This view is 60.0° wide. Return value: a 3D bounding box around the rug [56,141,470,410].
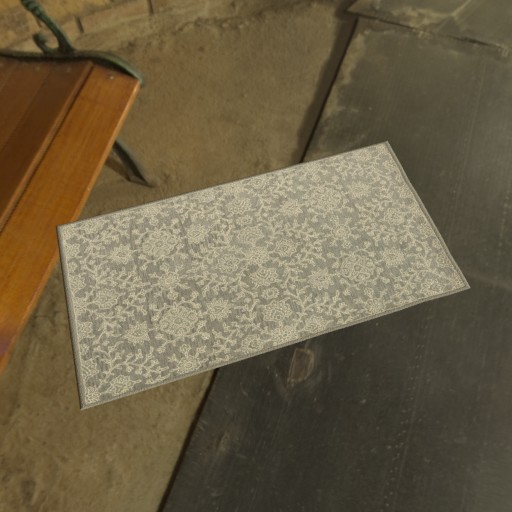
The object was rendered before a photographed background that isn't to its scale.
[{"bbox_3d":[0.000,0.000,3.605,3.048,0.011,1.546,-16,65,-8],"label":"rug"}]
